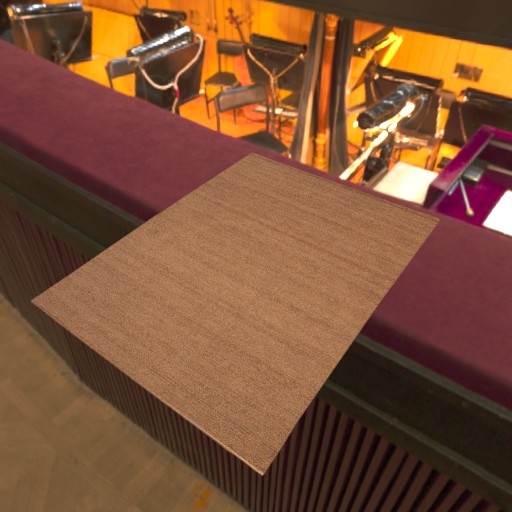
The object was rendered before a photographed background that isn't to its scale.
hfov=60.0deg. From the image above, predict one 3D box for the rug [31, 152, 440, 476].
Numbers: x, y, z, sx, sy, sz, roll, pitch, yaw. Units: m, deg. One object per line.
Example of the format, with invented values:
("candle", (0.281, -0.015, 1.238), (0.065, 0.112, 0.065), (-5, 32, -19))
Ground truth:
("rug", (0.000, 0.000, 4.947), (2.873, 0.053, 3.778), (26, 48, 26))
